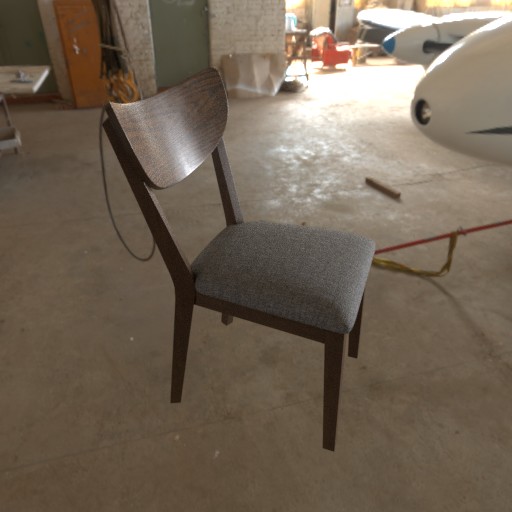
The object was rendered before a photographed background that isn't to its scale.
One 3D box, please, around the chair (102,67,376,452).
[{"bbox_3d":[0.000,0.000,1.178,0.583,0.849,0.491,11,33,17],"label":"chair"}]
